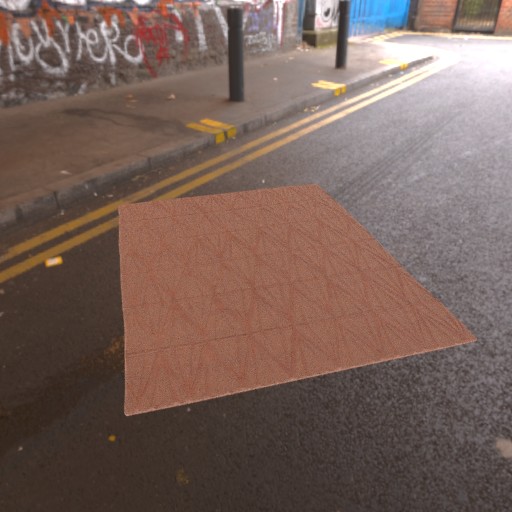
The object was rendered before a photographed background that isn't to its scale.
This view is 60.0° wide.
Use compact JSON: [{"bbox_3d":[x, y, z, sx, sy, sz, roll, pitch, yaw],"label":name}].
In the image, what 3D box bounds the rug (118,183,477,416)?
[{"bbox_3d":[0.000,0.000,4.121,2.453,0.043,3.052,-8,32,-13],"label":"rug"}]
